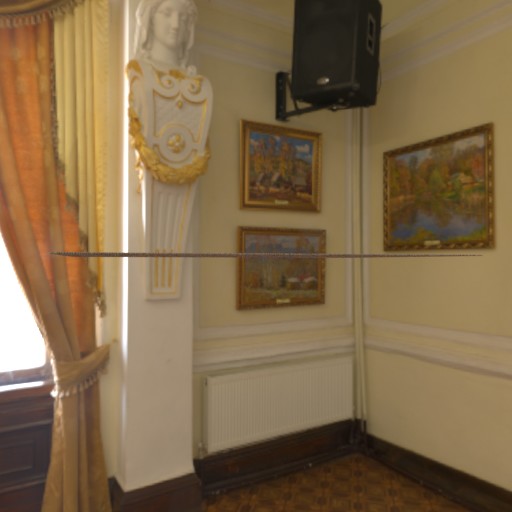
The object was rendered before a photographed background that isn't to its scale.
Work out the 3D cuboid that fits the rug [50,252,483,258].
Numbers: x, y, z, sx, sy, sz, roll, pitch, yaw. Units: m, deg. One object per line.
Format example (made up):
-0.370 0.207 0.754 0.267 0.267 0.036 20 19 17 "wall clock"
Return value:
0.000 0.000 3.042 2.427 0.007 1.515 0 -1 -19 "rug"
